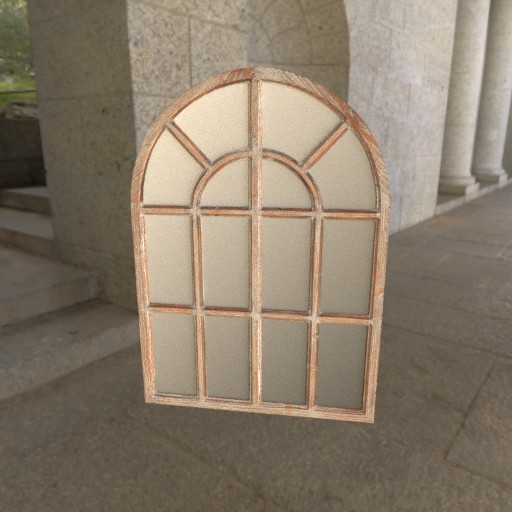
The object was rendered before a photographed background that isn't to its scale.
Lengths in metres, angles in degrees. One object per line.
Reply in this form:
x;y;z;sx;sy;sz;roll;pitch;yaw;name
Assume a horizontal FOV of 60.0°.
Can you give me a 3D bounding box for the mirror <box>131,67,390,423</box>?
0.000;0.000;1.165;0.660;0.920;0.032;2;15;8;mirror
